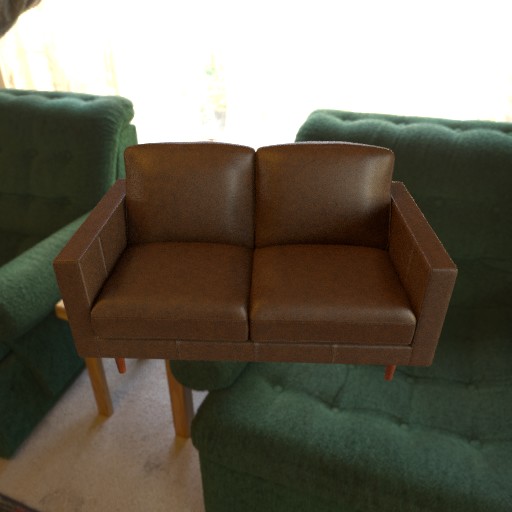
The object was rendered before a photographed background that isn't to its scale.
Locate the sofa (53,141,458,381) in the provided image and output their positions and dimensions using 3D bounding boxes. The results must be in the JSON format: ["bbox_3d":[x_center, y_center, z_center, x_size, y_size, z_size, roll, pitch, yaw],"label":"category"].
[{"bbox_3d":[0.000,0.000,2.170,1.578,0.951,0.909,1,32,2],"label":"sofa"}]
